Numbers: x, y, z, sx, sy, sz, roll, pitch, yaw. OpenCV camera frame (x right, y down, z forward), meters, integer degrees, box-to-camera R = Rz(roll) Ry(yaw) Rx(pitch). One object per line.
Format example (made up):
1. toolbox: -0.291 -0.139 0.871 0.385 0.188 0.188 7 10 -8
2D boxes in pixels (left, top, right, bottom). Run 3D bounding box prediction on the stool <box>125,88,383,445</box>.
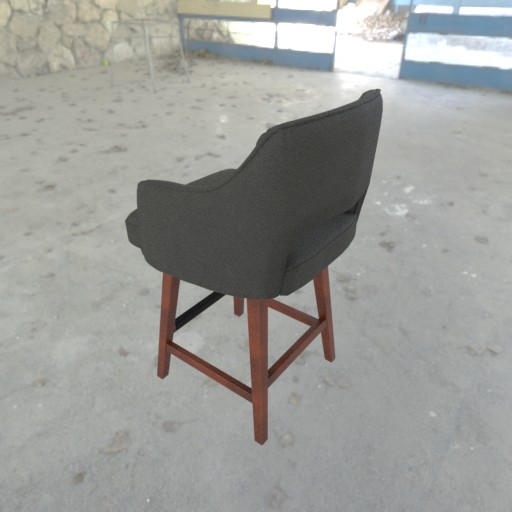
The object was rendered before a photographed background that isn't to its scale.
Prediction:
1. stool: 0.000 0.000 1.254 0.558 0.912 0.548 22 38 31
